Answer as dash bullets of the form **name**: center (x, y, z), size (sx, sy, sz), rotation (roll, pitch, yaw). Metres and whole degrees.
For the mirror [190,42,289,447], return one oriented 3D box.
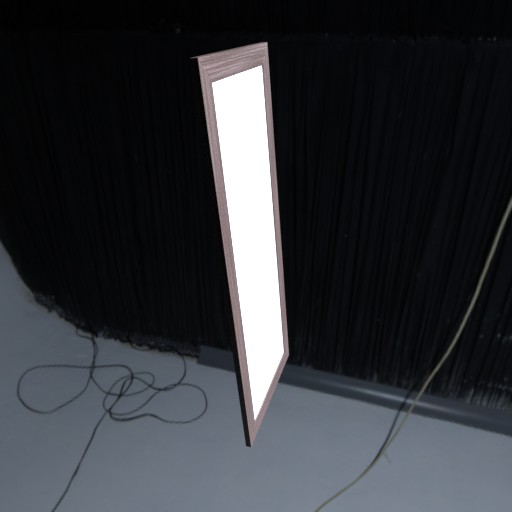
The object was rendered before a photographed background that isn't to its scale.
- **mirror**: center (0.000, 0.000, 2.379), size (0.221, 2.020, 0.812), rotation (10, 31, 16)
